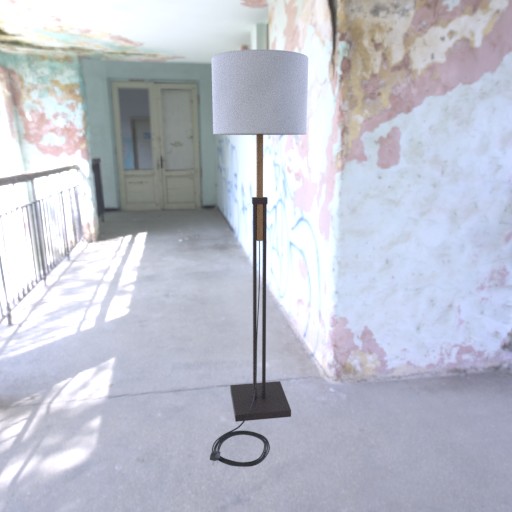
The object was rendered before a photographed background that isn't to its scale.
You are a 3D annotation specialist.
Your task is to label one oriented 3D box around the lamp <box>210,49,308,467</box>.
[{"bbox_3d":[0.000,0.000,1.957,0.474,1.650,0.639,-2,15,-8],"label":"lamp"}]
